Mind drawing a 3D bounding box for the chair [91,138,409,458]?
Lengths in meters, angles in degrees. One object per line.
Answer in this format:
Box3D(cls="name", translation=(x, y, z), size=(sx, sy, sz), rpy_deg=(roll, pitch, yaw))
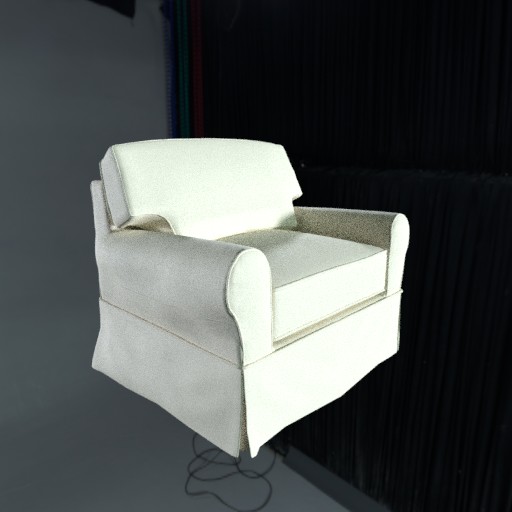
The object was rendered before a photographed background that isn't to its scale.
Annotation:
Box3D(cls="chair", translation=(0.000, 0.000, 1.858), size=(0.904, 0.958, 1.099), rpy_deg=(13, 19, 42))
